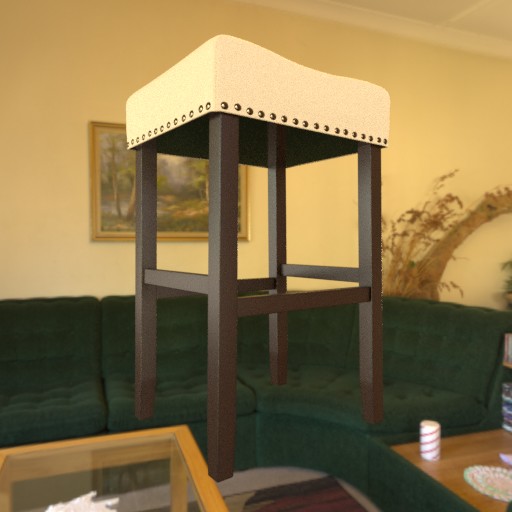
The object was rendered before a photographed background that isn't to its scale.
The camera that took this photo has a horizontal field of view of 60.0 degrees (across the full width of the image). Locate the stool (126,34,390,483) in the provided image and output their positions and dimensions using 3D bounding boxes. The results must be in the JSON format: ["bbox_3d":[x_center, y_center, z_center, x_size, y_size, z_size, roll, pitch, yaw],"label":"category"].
[{"bbox_3d":[0.000,0.000,1.024,0.471,0.762,0.401,-1,2,-37],"label":"stool"}]
